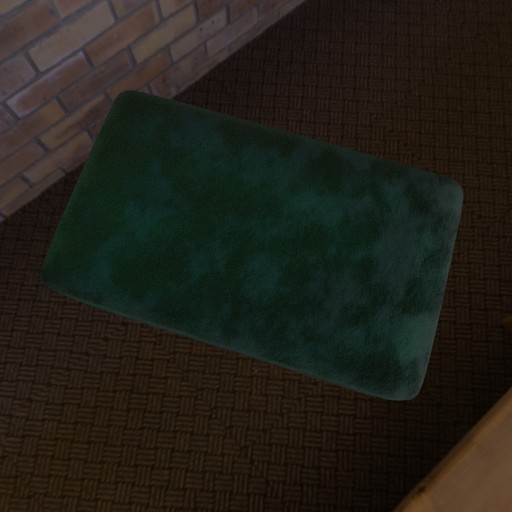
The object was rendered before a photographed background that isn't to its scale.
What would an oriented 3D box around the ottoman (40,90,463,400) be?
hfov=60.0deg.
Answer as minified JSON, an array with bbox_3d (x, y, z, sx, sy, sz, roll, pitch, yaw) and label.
[{"bbox_3d":[0.000,0.000,1.226,0.886,0.533,0.536,17,76,4],"label":"ottoman"}]
